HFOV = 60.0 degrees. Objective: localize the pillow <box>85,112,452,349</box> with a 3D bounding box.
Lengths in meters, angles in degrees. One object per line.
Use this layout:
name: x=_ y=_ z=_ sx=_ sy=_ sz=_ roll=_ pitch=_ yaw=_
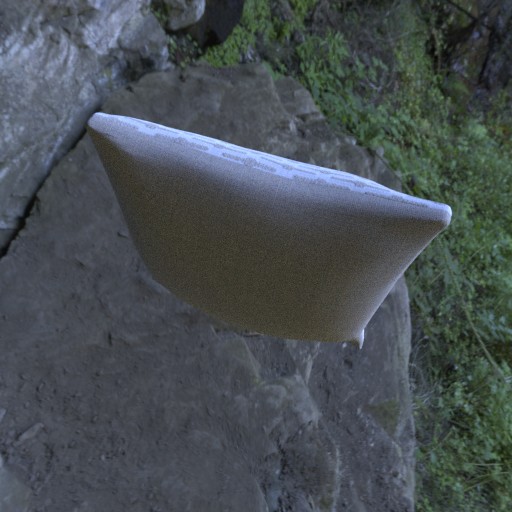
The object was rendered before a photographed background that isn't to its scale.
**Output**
pillow: x=0.000 y=0.000 z=0.784 sx=0.496 sy=0.491 sz=0.219 roll=17 pitch=64 yaw=8
